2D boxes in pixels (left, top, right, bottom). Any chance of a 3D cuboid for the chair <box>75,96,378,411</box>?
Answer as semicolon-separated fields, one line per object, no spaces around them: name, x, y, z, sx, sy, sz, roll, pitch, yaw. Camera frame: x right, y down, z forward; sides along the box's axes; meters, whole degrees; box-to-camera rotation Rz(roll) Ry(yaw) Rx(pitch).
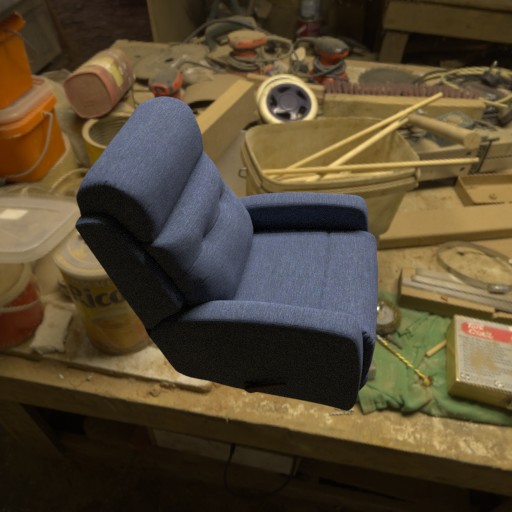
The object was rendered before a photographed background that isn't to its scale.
chair;0.000;0.000;1.756;1.043;1.013;0.798;9;47;8
